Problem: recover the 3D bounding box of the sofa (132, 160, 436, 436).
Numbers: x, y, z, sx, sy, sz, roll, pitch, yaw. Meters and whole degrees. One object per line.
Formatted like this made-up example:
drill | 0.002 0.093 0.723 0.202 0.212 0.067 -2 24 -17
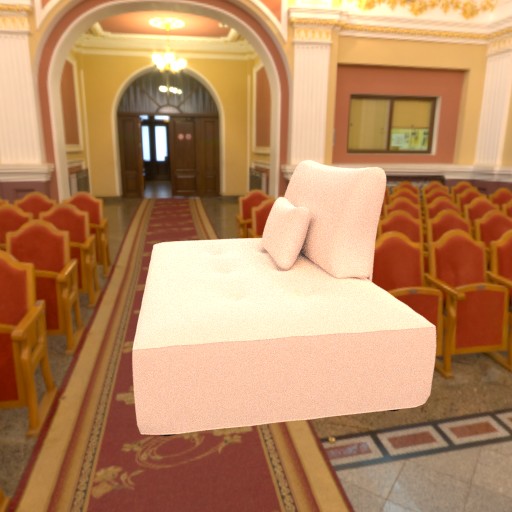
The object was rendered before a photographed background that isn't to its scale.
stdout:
sofa | 0.000 0.000 2.046 1.000 0.820 1.450 -2 14 -10
